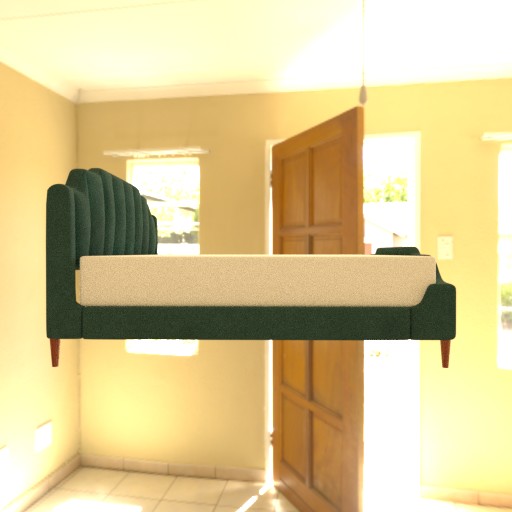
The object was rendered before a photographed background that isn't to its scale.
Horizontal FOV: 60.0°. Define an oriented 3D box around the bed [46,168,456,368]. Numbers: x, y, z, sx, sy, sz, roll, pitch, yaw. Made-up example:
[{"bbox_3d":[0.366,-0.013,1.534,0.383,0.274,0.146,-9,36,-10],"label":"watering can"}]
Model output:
[{"bbox_3d":[0.000,0.000,3.507,2.340,1.245,2.074,0,0,1],"label":"bed"}]
